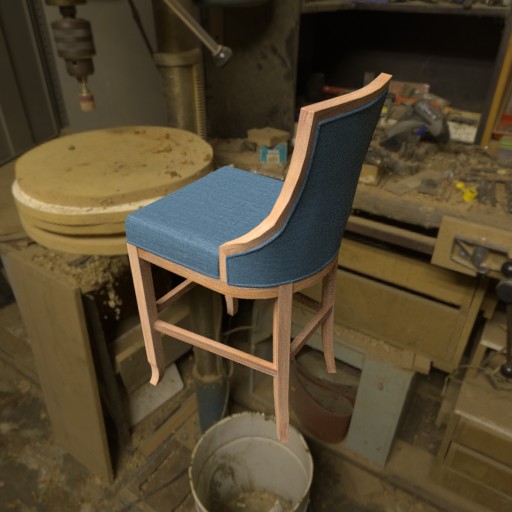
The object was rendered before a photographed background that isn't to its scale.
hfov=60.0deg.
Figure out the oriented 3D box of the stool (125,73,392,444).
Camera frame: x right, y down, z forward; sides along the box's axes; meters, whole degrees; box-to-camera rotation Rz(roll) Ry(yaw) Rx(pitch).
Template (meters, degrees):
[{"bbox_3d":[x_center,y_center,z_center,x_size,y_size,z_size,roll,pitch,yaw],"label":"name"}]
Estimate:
[{"bbox_3d":[0.000,0.000,1.433,0.626,1.101,0.524,20,38,28],"label":"stool"}]
